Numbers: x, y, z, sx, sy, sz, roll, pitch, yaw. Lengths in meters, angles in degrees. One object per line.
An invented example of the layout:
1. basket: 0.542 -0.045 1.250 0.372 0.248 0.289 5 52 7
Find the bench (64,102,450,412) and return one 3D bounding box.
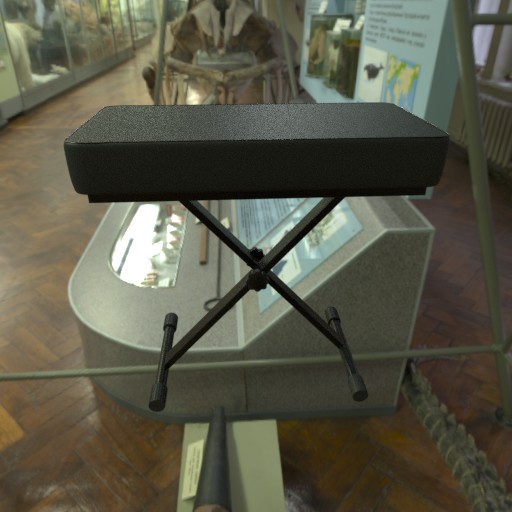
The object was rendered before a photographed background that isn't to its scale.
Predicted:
1. bench: 0.000 0.000 0.930 0.600 0.561 0.300 -2 29 -3
